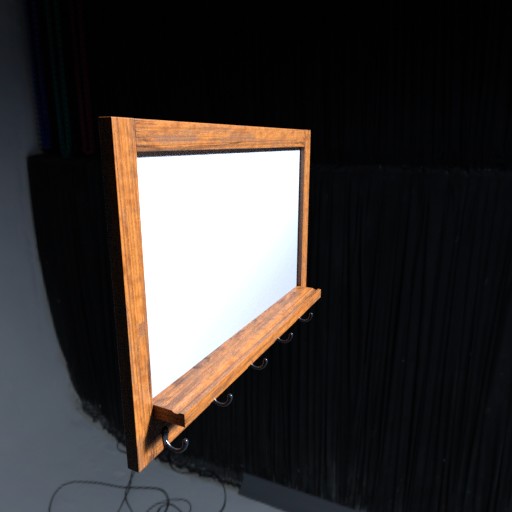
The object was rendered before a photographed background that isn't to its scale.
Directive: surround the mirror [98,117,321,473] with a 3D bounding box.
[{"bbox_3d":[0.000,0.000,0.952,0.084,0.537,0.758,7,16,25],"label":"mirror"}]
